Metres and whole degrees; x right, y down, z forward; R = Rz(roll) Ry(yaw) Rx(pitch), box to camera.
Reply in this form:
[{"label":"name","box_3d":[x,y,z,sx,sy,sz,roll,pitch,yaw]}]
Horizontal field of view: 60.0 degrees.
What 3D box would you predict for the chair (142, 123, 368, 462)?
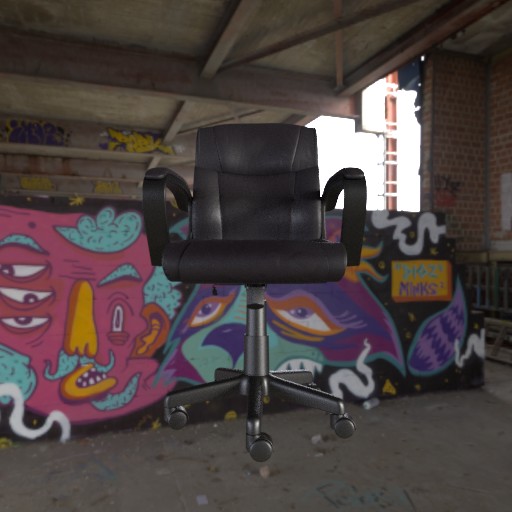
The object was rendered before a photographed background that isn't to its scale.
[{"label":"chair","box_3d":[0.000,0.000,1.387,0.576,0.998,0.641,0,0,1]}]
